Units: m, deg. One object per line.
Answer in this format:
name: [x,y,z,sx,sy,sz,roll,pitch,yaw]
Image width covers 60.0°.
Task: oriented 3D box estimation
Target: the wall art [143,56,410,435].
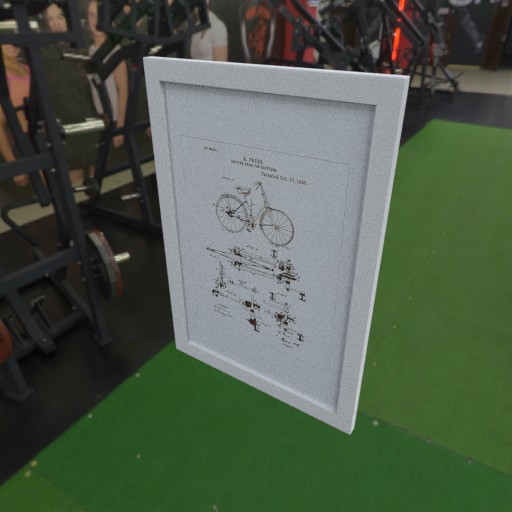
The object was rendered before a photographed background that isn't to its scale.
wall art: [0.000,0.000,0.600,0.332,0.477,0.015,18,34,29]
